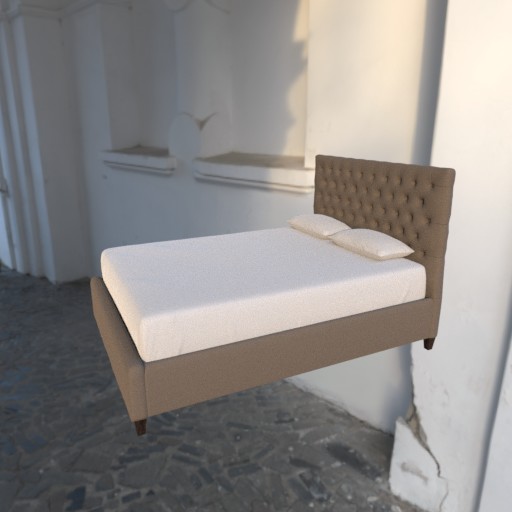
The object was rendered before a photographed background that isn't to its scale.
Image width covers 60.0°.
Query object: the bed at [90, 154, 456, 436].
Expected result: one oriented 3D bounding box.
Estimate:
[{"bbox_3d":[0.000,0.000,3.541,2.387,1.427,1.698,-8,18,-25],"label":"bed"}]
